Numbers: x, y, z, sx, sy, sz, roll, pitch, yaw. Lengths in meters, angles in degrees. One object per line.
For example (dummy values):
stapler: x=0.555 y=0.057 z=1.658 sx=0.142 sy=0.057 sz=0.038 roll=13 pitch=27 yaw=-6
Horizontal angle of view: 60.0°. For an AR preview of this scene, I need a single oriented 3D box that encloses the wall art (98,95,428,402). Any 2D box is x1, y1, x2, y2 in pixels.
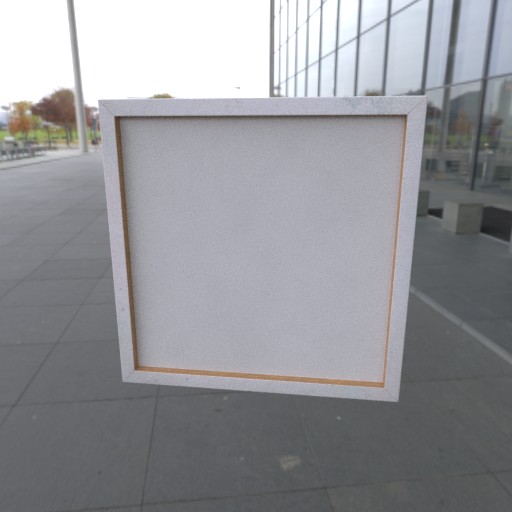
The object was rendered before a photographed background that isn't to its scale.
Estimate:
wall art: x=0.000 y=0.000 z=1.132 sx=0.762 sy=0.762 sz=0.038 roll=2 pitch=15 yaw=7
